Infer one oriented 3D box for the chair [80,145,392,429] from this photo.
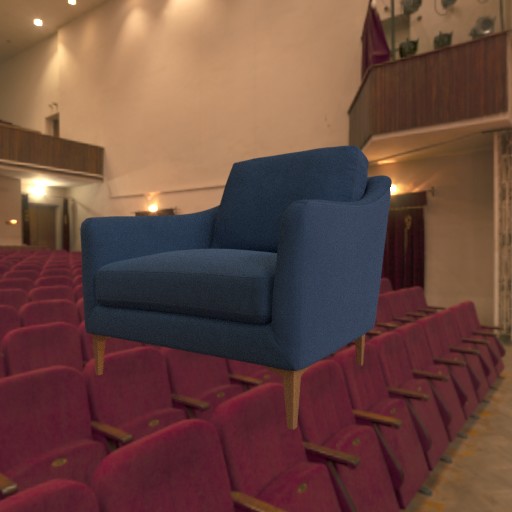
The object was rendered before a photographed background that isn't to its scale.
[{"bbox_3d":[0.000,0.000,1.760,0.987,0.899,0.961,0,0,37],"label":"chair"}]
